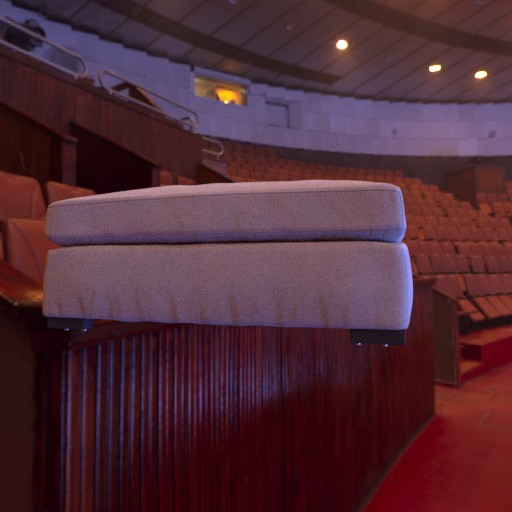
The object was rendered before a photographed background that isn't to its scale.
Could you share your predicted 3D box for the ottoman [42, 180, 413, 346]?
[{"bbox_3d":[0.000,0.000,1.861,1.203,0.517,1.171,0,-2,17],"label":"ottoman"}]
